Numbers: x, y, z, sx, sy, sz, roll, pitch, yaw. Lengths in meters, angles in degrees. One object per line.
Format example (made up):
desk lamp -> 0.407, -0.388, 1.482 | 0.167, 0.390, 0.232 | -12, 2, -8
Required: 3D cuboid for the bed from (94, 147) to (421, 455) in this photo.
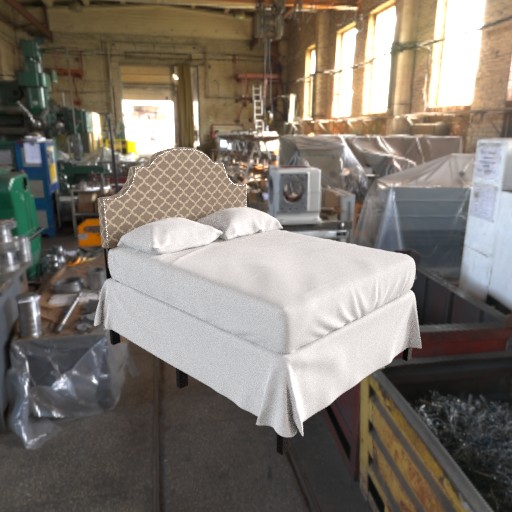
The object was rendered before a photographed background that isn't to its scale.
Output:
bed -> 0.000, 0.000, 3.497 | 2.222, 1.633, 1.780 | 15, 21, 43
